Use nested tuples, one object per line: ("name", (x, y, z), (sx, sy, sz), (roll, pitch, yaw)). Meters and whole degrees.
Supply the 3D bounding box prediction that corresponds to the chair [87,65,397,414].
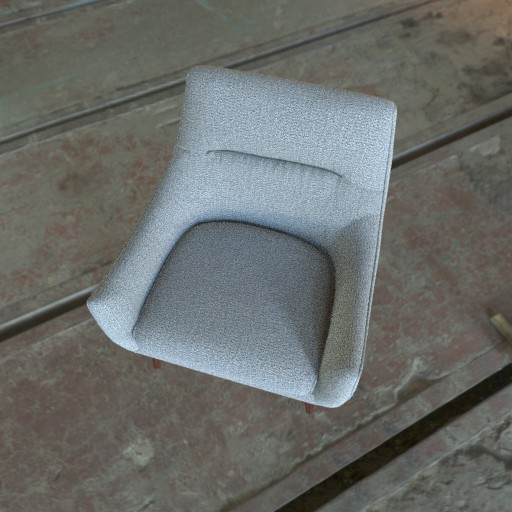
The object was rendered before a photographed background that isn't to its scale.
("chair", (0.000, 0.000, 1.447), (0.762, 0.838, 0.787), (14, 59, 8))
